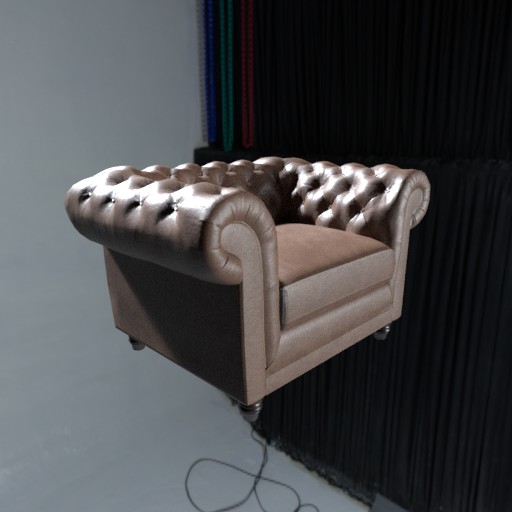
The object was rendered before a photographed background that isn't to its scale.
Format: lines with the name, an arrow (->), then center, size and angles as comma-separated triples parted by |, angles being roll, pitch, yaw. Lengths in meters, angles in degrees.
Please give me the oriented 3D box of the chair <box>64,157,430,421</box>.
chair -> 0.000, 0.000, 1.910 | 0.954, 0.784, 1.298 | 15, 21, 43
